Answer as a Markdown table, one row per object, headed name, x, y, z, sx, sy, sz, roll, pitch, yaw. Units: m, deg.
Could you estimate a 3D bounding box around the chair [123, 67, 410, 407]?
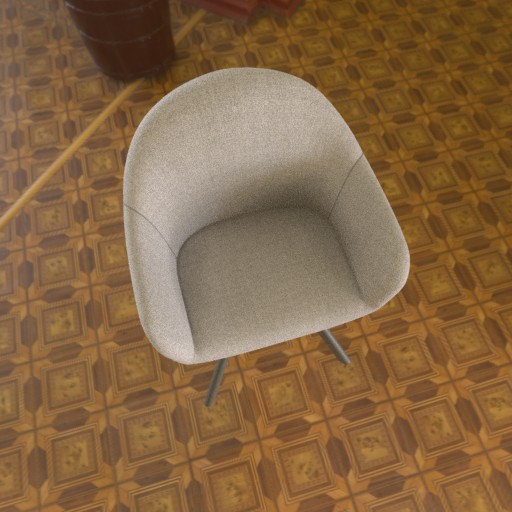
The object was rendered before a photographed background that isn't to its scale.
| name | x | y | z | sx | sy | sz | roll | pitch | yaw |
| --- | --- | --- | --- | --- | --- | --- | --- | --- | --- |
| chair | 0.000 | 0.000 | 1.187 | 0.590 | 0.795 | 0.550 | -15 | 64 | -7 |
